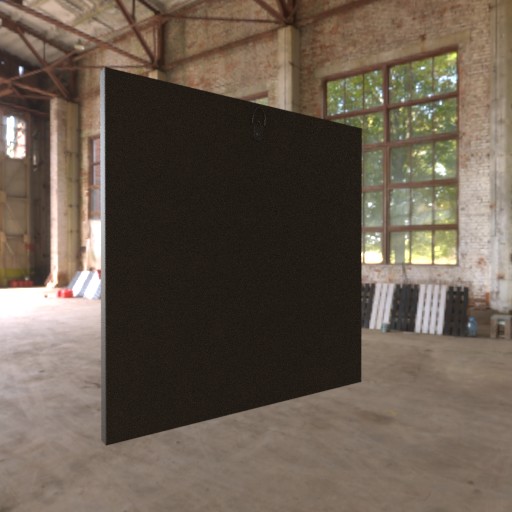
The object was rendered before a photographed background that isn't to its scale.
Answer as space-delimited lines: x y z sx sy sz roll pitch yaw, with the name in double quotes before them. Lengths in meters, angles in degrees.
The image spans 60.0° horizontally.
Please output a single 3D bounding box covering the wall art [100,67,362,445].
"wall art" 0.000 0.000 1.186 0.805 0.807 0.043 0 1 -35
